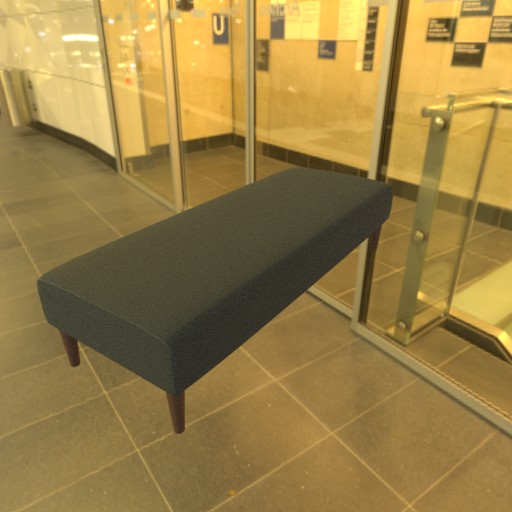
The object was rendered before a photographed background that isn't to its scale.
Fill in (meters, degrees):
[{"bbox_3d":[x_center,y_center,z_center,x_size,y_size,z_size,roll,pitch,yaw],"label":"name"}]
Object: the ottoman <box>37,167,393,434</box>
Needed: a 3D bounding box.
[{"bbox_3d":[0.000,0.000,1.914,0.646,0.393,1.609,17,31,31],"label":"ottoman"}]
